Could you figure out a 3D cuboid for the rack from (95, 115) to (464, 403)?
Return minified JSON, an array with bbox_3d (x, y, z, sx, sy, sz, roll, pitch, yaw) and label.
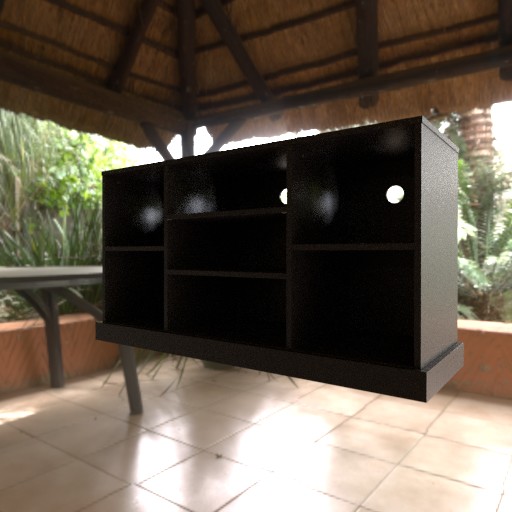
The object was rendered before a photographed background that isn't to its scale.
[{"bbox_3d":[0.000,0.000,1.481,1.206,0.635,0.399,0,1,36],"label":"rack"}]
